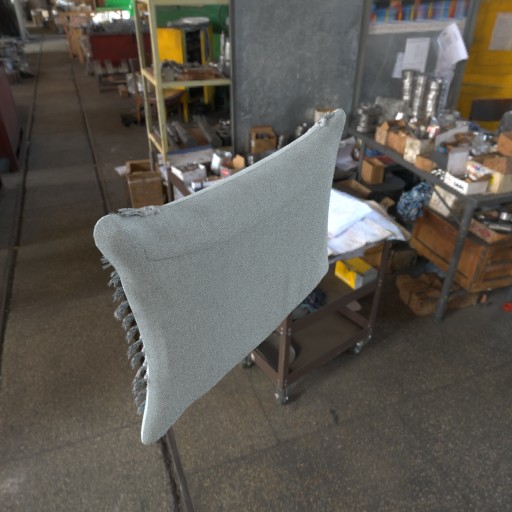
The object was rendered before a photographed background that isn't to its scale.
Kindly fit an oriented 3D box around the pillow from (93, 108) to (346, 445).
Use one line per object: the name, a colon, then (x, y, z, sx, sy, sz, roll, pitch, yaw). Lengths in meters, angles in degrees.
pillow: (0.000, 0.000, 0.601, 0.084, 0.305, 0.466, 21, 38, 29)
